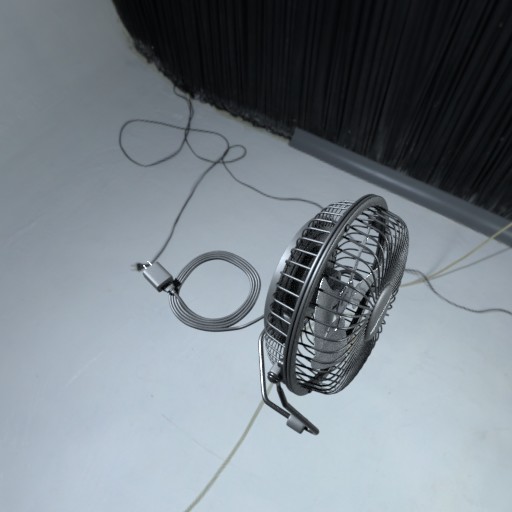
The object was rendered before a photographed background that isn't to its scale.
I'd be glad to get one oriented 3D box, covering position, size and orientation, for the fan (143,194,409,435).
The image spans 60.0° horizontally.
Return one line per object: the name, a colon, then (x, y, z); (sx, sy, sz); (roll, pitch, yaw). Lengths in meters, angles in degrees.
fan: (0.000, 0.000, 0.316); (0.202, 0.152, 0.153); (29, 63, 17)
